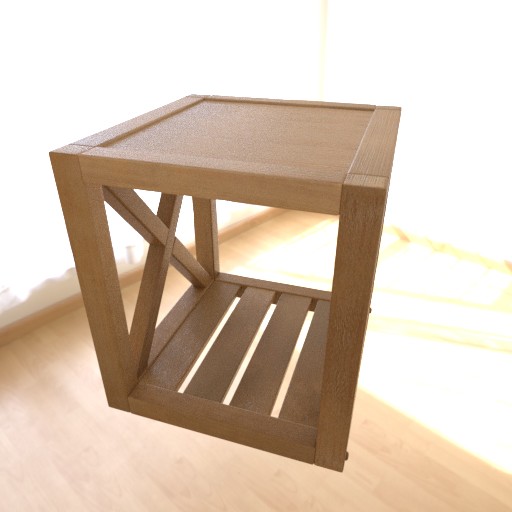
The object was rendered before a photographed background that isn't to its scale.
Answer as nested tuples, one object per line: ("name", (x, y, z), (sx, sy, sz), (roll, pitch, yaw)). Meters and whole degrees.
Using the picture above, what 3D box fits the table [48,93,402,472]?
("table", (0.000, 0.000, 1.042), (0.558, 0.610, 0.559), (9, 31, 15))
